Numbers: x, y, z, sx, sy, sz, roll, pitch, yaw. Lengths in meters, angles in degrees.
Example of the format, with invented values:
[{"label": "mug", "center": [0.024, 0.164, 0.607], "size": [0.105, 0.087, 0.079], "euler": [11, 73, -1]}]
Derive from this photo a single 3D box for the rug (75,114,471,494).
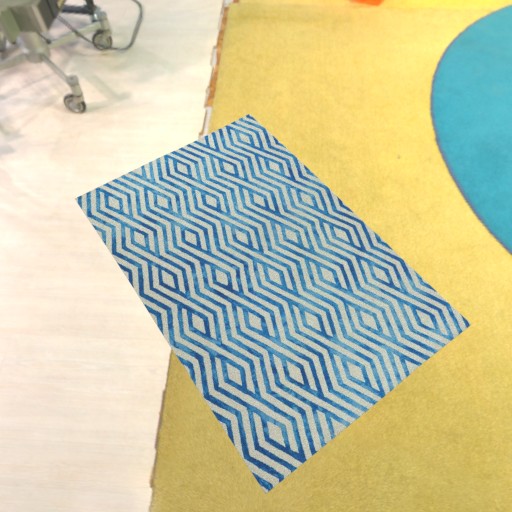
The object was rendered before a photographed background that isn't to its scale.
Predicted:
[{"label": "rug", "center": [0.000, 0.000, 2.318], "size": [1.225, 0.008, 1.830], "euler": [-31, 63, -18]}]
